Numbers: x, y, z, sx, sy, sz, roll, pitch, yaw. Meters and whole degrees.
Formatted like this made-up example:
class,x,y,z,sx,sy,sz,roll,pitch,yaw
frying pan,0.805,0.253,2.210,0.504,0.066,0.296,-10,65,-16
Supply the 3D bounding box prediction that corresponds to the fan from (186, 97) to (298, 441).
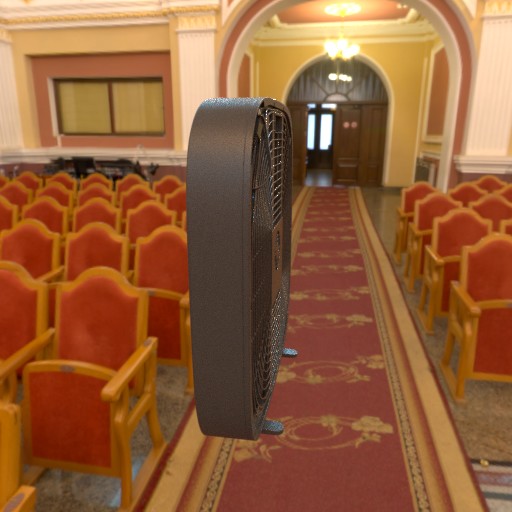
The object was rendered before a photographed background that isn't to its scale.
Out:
class,x,y,z,sx,sy,sz,roll,pitch,yaw
fan,0.000,0.000,0.810,0.142,0.533,0.526,3,16,10
